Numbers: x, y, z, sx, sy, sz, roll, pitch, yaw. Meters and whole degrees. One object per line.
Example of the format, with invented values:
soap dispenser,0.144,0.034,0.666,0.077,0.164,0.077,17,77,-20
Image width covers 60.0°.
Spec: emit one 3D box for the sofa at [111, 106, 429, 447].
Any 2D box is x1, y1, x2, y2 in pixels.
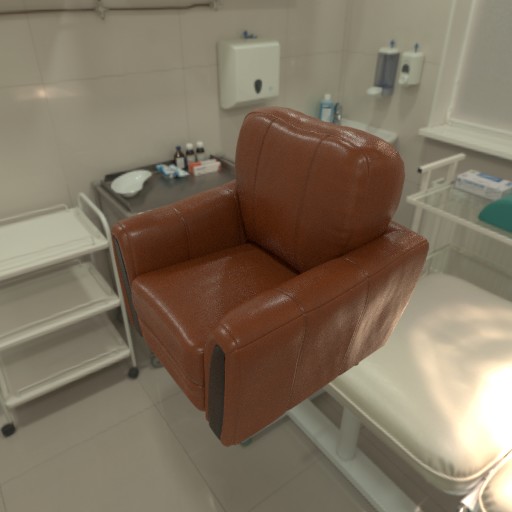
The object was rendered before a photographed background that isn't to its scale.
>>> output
sofa,0.000,0.000,1.549,0.789,0.876,0.836,-21,38,-30
